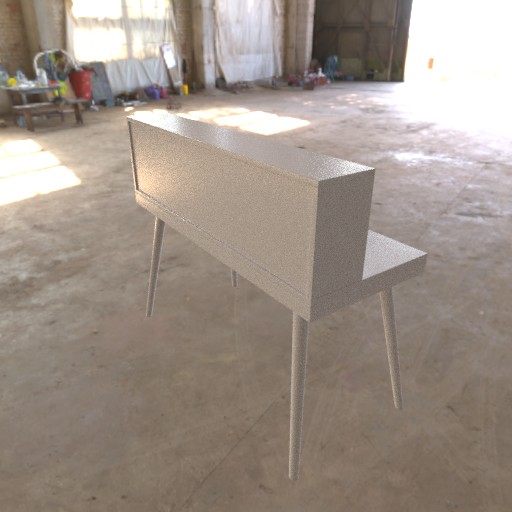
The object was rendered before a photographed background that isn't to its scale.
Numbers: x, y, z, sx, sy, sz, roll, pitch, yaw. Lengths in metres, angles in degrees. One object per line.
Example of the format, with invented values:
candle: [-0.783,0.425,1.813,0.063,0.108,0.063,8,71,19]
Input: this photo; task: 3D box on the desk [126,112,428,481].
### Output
desk: [0.000,0.000,1.791,0.559,0.990,1.199,-17,31,-32]
